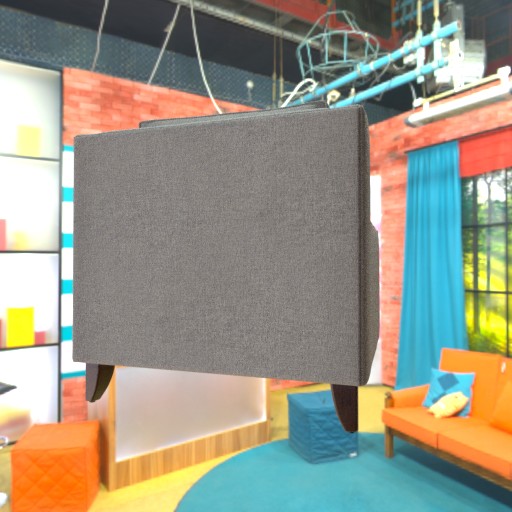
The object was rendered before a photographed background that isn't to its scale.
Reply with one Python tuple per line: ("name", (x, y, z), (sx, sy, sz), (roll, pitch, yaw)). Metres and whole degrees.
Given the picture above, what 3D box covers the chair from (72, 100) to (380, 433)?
("chair", (0.000, 0.000, 1.573), (0.838, 0.864, 0.918), (0, -1, 18))
